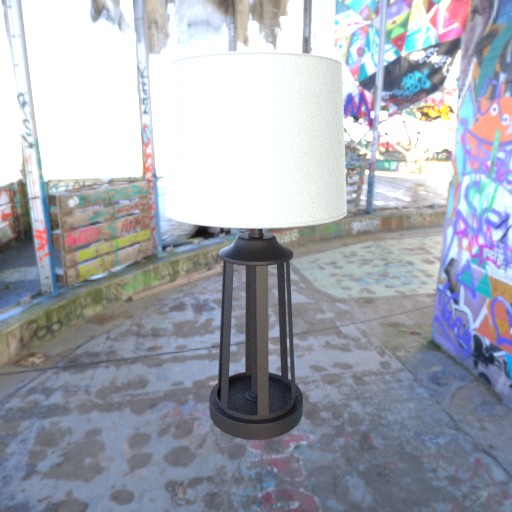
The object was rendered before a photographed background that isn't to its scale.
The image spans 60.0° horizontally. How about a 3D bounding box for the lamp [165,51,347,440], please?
[{"bbox_3d":[0.000,0.000,0.642,0.251,0.509,0.251,0,15,0],"label":"lamp"}]
